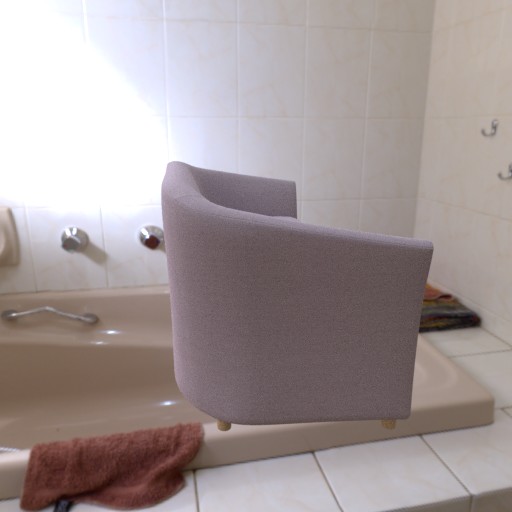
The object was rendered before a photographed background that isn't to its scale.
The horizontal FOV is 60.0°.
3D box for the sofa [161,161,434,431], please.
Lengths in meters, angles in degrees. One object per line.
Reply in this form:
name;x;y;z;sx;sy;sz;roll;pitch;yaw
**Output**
sofa;0.000;0.000;1.826;0.705;0.721;1.452;-3;16;-9
